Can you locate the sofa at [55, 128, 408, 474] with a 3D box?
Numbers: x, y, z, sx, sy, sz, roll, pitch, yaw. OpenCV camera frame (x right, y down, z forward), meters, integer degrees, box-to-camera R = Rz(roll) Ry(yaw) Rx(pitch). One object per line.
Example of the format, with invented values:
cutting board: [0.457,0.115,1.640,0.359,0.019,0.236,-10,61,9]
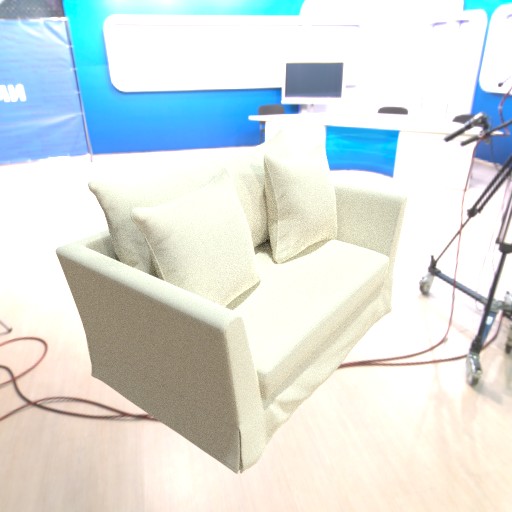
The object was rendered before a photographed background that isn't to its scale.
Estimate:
sofa: [0.000,0.000,2.300,1.026,1.039,1.608,18,31,33]
